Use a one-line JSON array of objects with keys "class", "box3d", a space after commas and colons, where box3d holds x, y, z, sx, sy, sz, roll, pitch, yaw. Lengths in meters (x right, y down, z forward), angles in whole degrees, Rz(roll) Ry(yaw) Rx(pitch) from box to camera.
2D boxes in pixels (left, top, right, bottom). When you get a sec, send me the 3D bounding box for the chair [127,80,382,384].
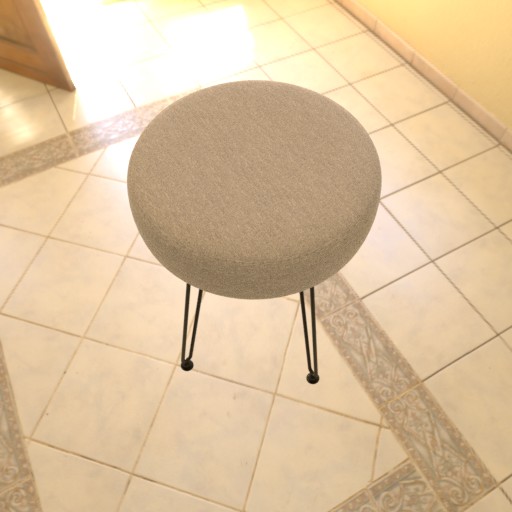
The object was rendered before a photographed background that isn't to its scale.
[{"class": "chair", "box3d": [0.000, 0.000, 0.687, 0.350, 0.440, 0.350, -34, 64, -19]}]
